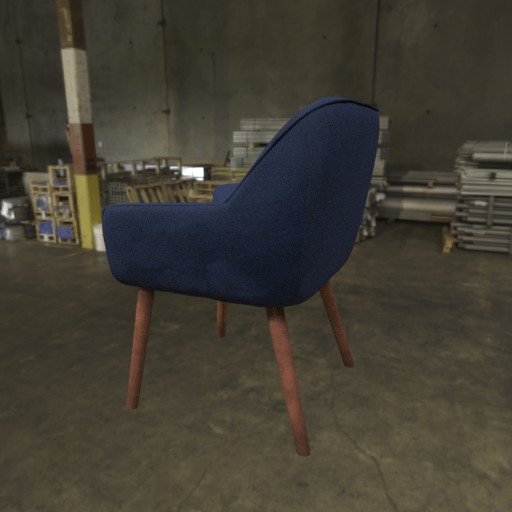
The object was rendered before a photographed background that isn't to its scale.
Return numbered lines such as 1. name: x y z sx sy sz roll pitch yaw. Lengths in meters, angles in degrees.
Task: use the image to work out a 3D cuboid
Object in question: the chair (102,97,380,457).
1. chair: 0.000 0.000 1.275 0.600 0.820 0.600 7 16 24
